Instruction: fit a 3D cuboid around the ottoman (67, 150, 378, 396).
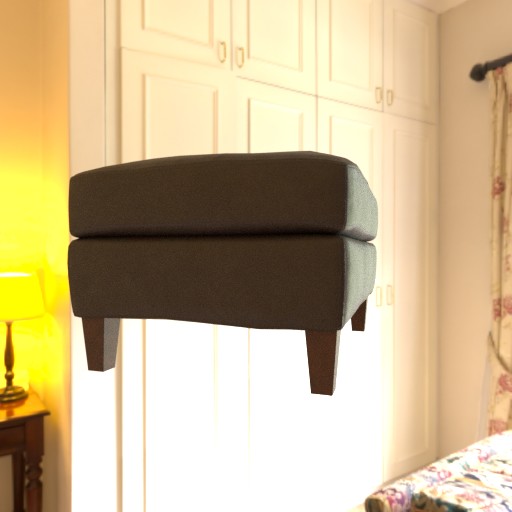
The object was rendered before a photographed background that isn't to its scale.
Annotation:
[{"bbox_3d":[0.000,0.000,1.297,0.659,0.529,0.887,0,1,18],"label":"ottoman"}]
